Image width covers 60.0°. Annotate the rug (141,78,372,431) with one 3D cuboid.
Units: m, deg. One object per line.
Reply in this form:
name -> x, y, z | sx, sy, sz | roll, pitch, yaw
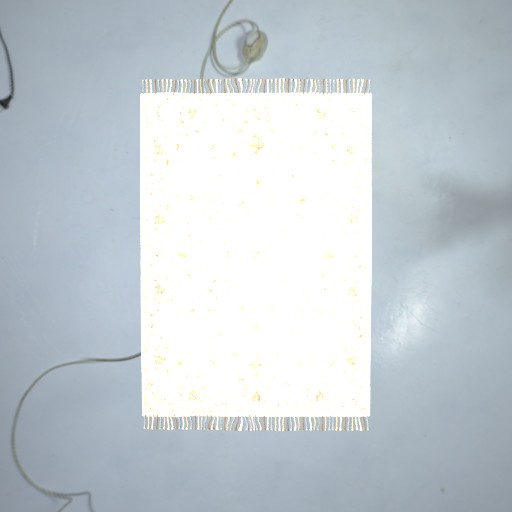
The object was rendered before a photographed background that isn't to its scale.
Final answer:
rug -> 0.000, 0.000, 2.342 | 1.218, 0.017, 1.861 | 0, 91, 0
